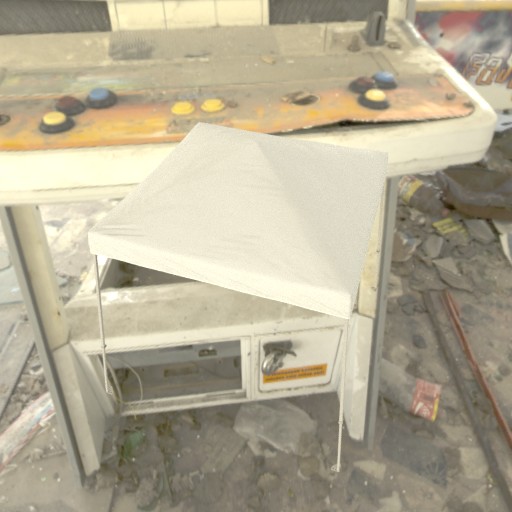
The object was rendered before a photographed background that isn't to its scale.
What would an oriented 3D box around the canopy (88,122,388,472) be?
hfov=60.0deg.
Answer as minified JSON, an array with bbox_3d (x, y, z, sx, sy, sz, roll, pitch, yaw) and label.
[{"bbox_3d":[0.000,0.000,6.390,3.600,3.600,3.599,13,43,14],"label":"canopy"}]
